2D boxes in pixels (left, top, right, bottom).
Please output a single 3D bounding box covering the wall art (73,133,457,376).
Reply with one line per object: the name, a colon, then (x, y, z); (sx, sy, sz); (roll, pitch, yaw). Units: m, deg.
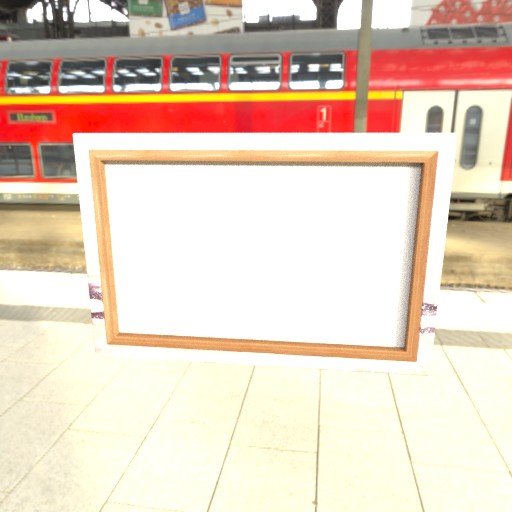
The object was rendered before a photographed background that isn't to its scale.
wall art: (0.000, 0.000, 1.141); (0.913, 0.609, 0.038); (2, 15, 7)
